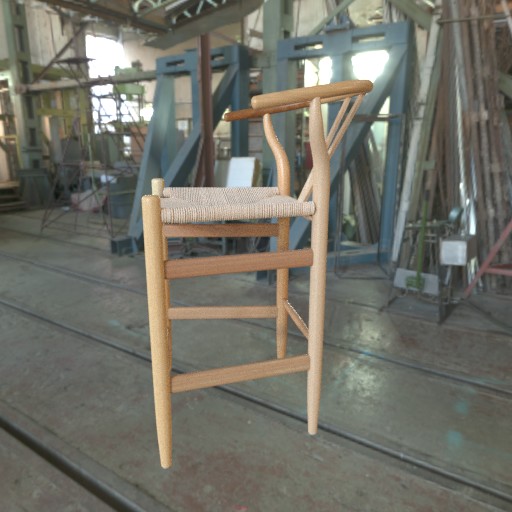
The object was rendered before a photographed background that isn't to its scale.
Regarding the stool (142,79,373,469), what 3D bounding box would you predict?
[{"bbox_3d":[0.000,0.000,1.255,0.575,0.923,0.536,-3,14,-10],"label":"stool"}]
